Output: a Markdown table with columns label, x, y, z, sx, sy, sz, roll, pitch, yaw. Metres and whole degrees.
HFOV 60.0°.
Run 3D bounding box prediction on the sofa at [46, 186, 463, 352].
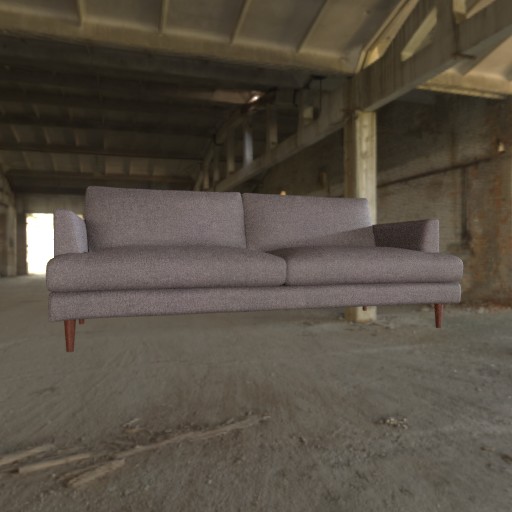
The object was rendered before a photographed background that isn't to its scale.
| label | x | y | z | sx | sy | sz | roll | pitch | yaw |
| --- | --- | --- | --- | --- | --- | --- | --- | --- | --- |
| sofa | 0.000 | 0.000 | 2.740 | 2.250 | 0.868 | 1.020 | 0 | 1 | -18 |
